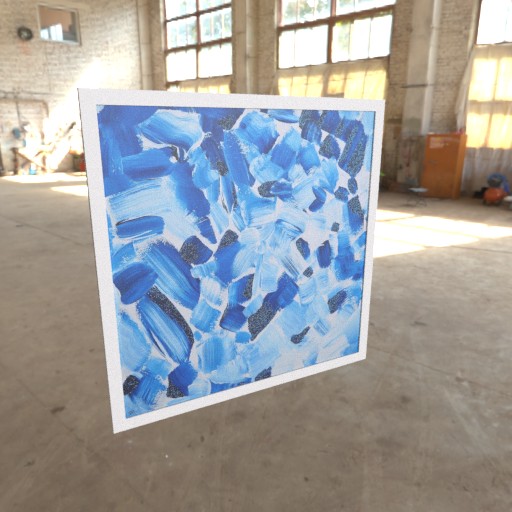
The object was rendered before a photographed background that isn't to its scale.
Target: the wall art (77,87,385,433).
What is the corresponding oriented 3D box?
[{"bbox_3d":[0.000,0.000,0.963,0.660,0.660,0.015,-8,18,-27],"label":"wall art"}]
